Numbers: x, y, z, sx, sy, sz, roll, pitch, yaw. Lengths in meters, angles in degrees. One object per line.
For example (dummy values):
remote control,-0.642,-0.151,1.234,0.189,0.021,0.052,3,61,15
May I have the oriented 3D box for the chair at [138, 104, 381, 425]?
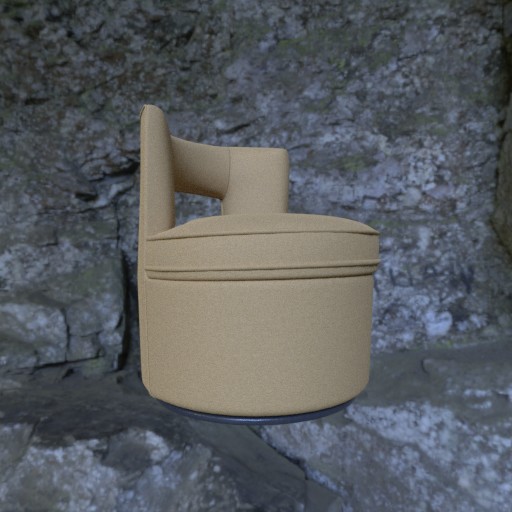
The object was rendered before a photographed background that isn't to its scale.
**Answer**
chair,0.000,0.000,1.219,0.665,0.723,0.650,1,1,36
